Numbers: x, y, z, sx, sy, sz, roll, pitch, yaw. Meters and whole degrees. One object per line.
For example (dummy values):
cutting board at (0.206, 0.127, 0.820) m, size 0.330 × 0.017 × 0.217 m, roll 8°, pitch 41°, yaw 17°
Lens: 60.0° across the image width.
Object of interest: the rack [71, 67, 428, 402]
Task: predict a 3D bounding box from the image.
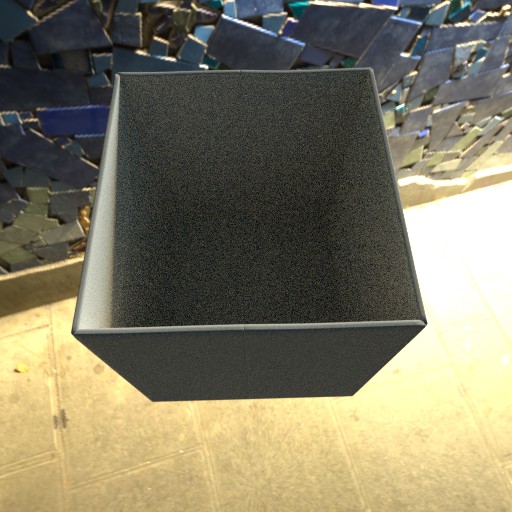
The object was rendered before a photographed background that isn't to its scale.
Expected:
rack at (0.000, 0.000, 0.495) m, size 0.270 × 0.280 × 0.270 m, roll -1°, pitch 62°, yaw -1°
